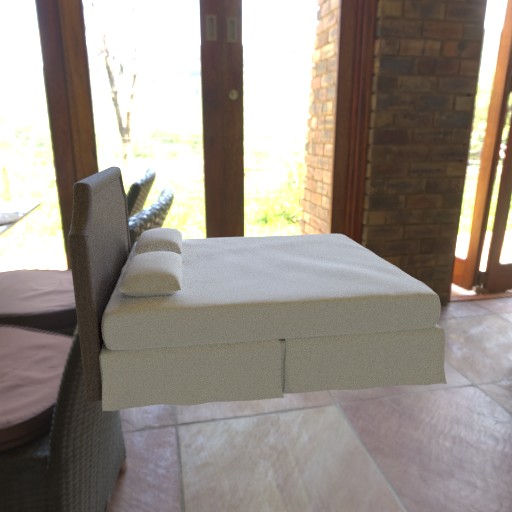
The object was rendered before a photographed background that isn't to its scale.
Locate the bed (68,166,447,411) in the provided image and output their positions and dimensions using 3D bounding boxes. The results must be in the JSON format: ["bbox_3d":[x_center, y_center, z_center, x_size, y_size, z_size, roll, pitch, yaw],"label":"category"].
[{"bbox_3d":[0.000,0.000,4.187,2.773,1.590,2.350,-2,16,-9],"label":"bed"}]
